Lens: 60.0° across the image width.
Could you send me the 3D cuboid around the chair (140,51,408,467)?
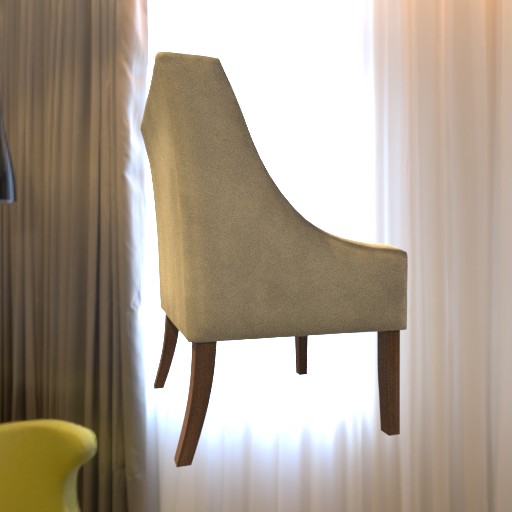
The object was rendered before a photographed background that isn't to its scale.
[{"bbox_3d":[0.000,0.000,1.309,0.629,0.895,0.629,0,1,-18],"label":"chair"}]
